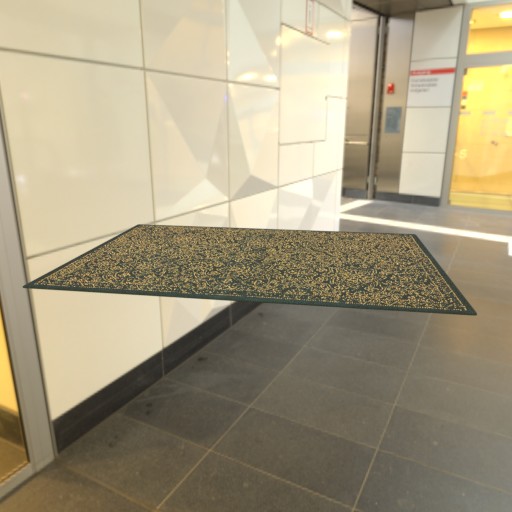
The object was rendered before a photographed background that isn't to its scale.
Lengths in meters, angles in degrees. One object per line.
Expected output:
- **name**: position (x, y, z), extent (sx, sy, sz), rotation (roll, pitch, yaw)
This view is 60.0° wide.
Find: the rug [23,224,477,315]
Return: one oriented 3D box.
- **rug**: position (0.000, 0.000, 2.326), extent (1.829, 0.010, 1.219), rotation (3, 17, 9)
